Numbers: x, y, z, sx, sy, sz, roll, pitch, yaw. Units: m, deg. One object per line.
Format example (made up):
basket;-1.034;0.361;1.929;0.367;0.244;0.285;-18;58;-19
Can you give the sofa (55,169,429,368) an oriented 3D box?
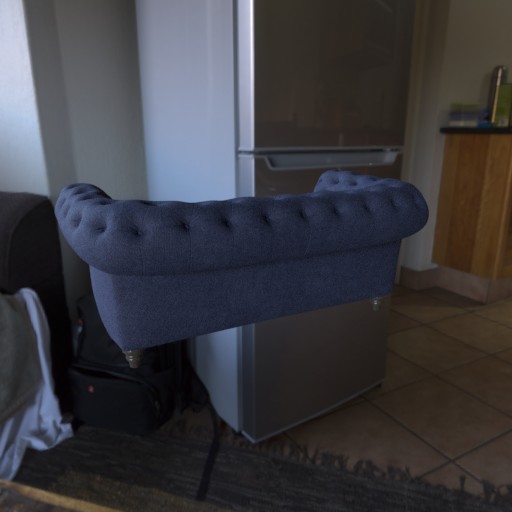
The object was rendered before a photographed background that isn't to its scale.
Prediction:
sofa;0.000;0.000;2.521;1.988;0.833;1.082;-8;18;-26
